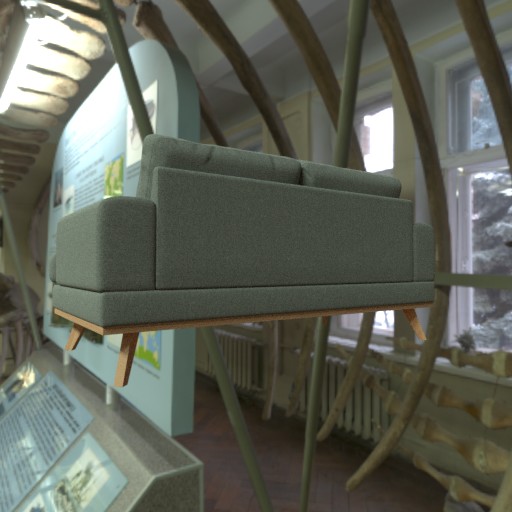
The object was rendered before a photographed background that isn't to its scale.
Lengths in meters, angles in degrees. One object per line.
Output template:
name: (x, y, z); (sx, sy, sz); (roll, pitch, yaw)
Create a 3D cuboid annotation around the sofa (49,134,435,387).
sofa: (0.000, 0.000, 2.052); (1.650, 0.810, 0.785); (1, -2, -34)
